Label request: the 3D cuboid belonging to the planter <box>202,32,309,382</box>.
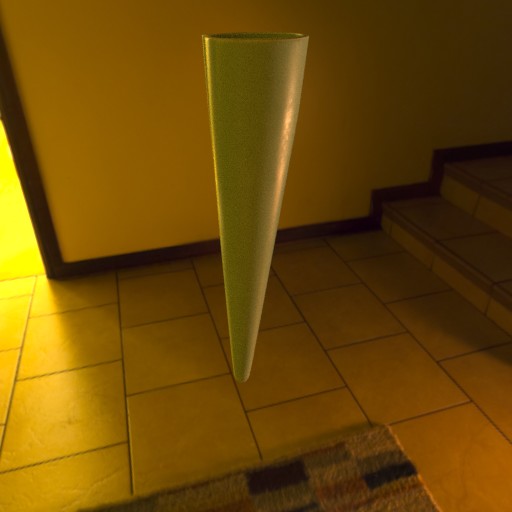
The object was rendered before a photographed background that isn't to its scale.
[{"bbox_3d":[0.000,0.000,0.298,0.054,0.268,0.055,-21,37,-31],"label":"planter"}]
